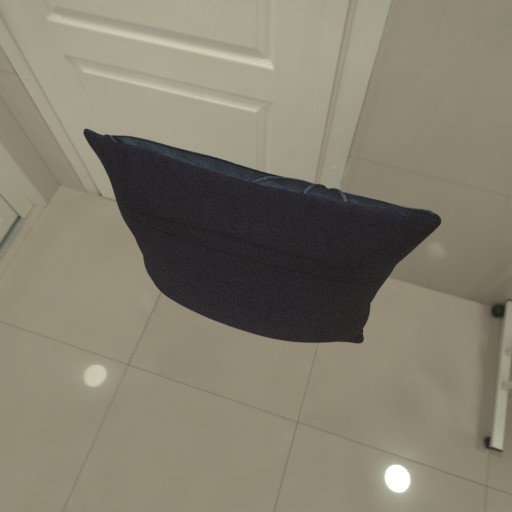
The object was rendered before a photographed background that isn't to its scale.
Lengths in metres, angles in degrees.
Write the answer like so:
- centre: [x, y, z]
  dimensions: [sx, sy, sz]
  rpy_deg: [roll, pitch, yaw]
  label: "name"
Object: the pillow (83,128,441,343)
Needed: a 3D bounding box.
- centre: [0.000, 0.000, 0.695]
  dimensions: [0.439, 0.440, 0.183]
  rpy_deg: [16, 64, 8]
  label: "pillow"
